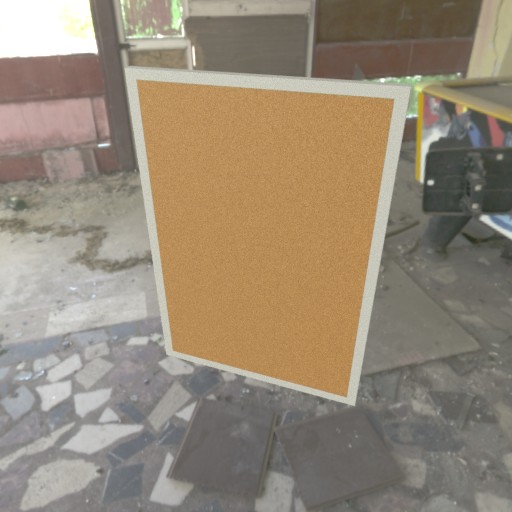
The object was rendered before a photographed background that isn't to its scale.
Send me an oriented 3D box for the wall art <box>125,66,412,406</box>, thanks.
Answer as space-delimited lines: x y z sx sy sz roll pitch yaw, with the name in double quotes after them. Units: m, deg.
0.000 0.000 0.564 0.303 0.433 0.013 11 34 17 "wall art"
